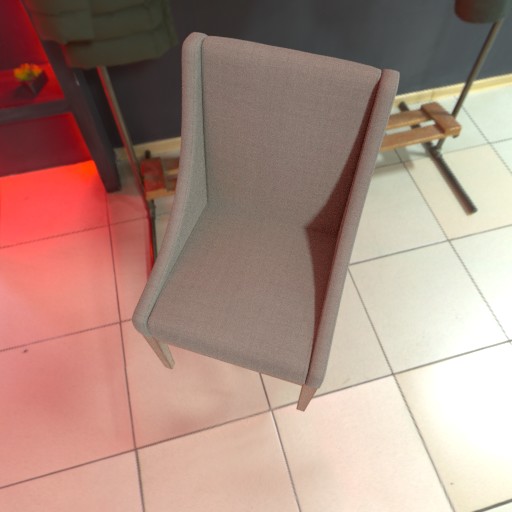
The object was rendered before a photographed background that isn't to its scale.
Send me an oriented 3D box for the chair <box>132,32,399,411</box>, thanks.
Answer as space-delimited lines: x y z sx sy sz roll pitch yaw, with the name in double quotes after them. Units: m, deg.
0.000 0.000 1.359 0.575 1.021 0.611 15 60 9 "chair"
